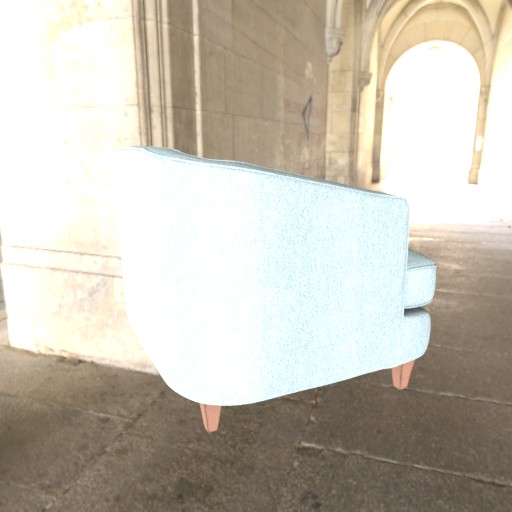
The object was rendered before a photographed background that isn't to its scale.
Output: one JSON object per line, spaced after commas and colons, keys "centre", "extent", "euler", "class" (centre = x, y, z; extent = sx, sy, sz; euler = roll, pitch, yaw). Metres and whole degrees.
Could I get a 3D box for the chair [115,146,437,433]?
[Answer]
{"centre": [0.000, 0.000, 1.768], "extent": [0.945, 0.852, 1.094], "euler": [-7, 16, -26], "class": "chair"}
